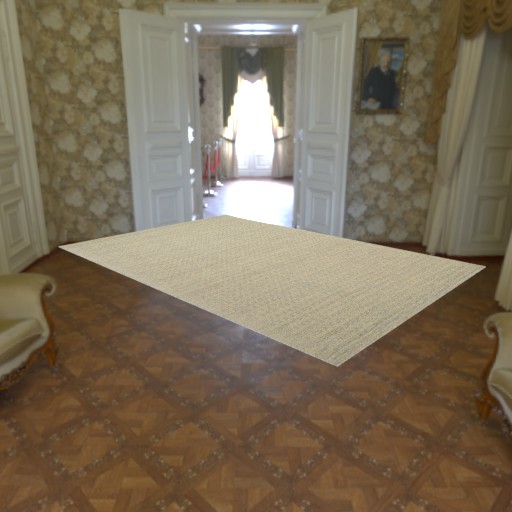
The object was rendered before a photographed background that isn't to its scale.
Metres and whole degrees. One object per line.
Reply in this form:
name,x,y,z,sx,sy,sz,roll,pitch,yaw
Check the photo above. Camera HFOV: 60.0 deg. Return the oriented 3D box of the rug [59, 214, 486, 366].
rug,0.000,0.000,3.614,2.895,0.006,1.981,15,22,41
